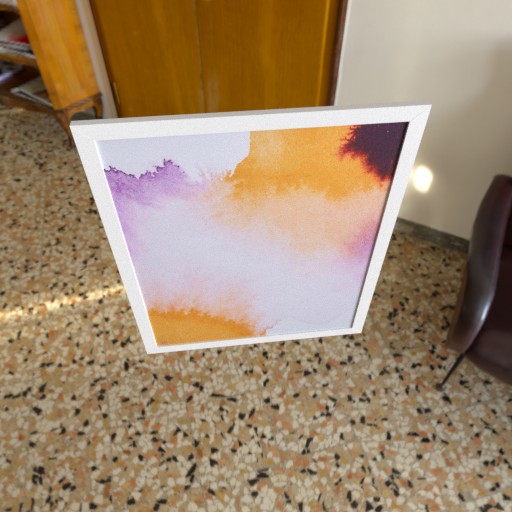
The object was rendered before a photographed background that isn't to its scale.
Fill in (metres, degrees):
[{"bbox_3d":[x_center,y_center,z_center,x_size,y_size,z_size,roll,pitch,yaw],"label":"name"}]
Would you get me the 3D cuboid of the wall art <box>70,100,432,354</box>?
[{"bbox_3d":[0.000,0.000,0.792,0.482,0.557,0.012,-5,47,-4],"label":"wall art"}]
